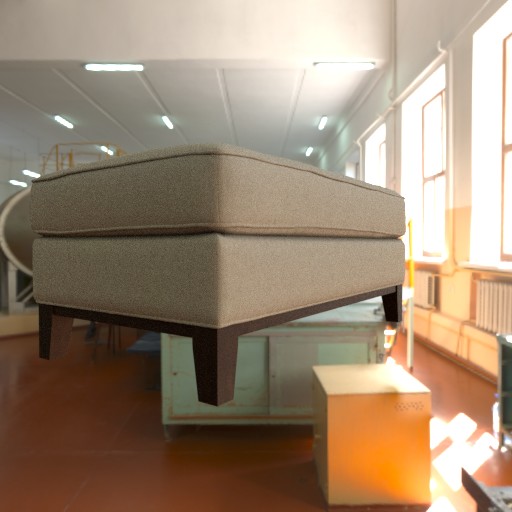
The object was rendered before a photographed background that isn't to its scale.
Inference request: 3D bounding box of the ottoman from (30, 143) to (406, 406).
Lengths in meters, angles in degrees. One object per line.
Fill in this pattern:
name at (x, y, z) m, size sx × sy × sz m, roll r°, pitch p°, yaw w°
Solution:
ottoman at (0.000, 0.000, 1.410) m, size 0.648 × 0.508 × 1.143 m, roll 1°, pitch 2°, yaw 35°
